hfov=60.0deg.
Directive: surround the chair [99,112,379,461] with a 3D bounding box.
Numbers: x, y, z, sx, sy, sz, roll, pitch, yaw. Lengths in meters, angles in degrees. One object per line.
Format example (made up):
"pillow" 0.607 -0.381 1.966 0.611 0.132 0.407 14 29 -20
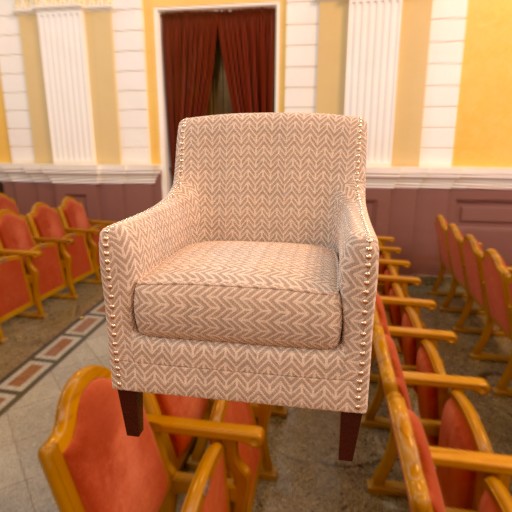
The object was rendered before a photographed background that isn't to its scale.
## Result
"chair" 0.000 0.000 1.277 0.623 0.816 0.651 3 15 9
